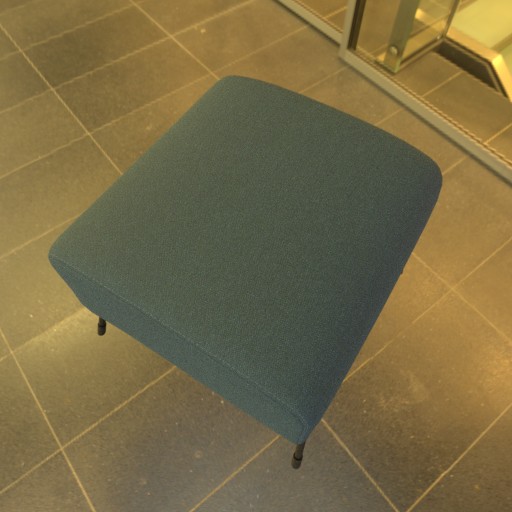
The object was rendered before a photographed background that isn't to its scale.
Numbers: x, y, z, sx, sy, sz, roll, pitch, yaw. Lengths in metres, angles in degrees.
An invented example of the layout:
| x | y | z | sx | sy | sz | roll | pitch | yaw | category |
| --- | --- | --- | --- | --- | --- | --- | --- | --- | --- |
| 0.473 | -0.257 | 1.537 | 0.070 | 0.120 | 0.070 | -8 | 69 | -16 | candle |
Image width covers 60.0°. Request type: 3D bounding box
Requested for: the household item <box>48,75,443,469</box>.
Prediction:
| x | y | z | sx | sy | sz | roll | pitch | yaw | category |
| --- | --- | --- | --- | --- | --- | --- | --- | --- | --- |
| 0.000 | 0.000 | 0.872 | 0.530 | 0.420 | 0.530 | 29 | 64 | 16 | household item |
